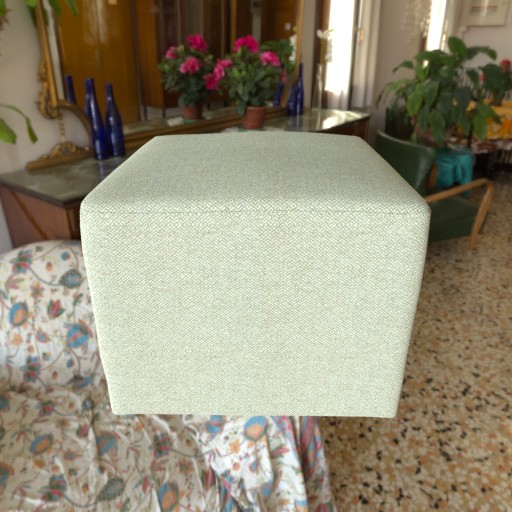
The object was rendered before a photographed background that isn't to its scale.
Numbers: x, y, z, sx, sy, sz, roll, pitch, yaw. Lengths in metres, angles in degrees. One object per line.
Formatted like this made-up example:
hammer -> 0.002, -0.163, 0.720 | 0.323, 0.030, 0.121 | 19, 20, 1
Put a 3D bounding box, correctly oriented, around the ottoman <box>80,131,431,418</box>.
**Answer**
ottoman -> 0.000, 0.000, 0.923 | 0.512, 0.453, 0.521 | 0, 26, 1
